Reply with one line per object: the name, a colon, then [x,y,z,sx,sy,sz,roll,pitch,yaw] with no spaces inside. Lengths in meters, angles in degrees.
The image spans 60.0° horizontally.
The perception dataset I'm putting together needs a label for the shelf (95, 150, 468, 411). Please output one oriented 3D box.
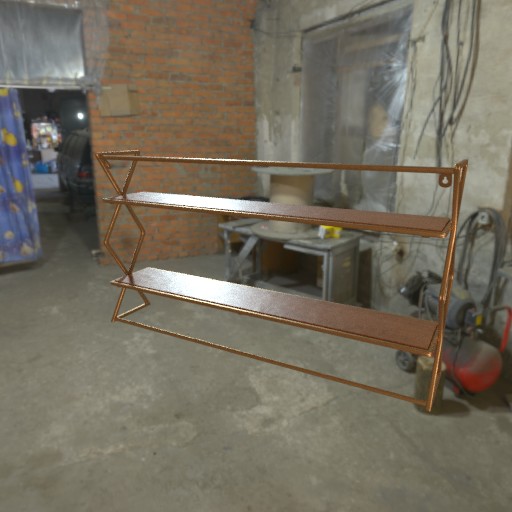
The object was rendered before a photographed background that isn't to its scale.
shelf: [0.000,0.000,1.015,0.822,0.450,0.150,9,18,28]
